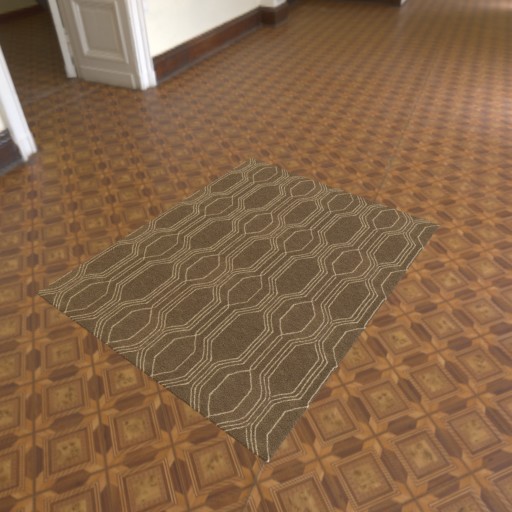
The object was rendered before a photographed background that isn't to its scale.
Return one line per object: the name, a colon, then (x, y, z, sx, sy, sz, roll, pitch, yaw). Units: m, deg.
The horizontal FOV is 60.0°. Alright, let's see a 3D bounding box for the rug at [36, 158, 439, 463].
rug: (0.000, 0.000, 4.204, 2.457, 0.012, 3.062, 26, 46, 27)
